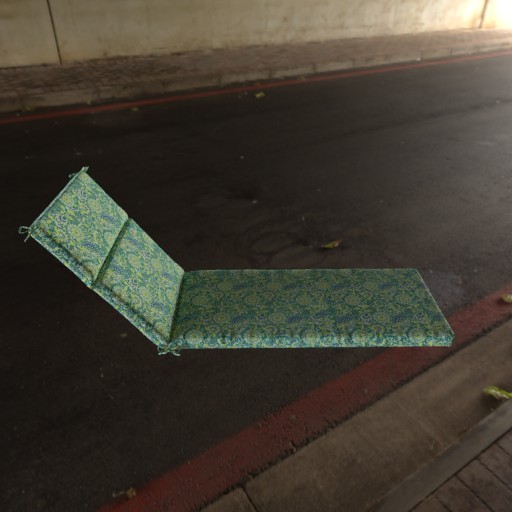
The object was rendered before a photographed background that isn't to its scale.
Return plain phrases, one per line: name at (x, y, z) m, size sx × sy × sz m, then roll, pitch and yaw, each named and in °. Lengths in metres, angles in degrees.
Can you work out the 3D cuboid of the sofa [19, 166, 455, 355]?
sofa at (0.000, 0.000, 1.919) m, size 1.663 × 0.622 × 0.582 m, roll 0°, pitch 32°, yaw -1°
